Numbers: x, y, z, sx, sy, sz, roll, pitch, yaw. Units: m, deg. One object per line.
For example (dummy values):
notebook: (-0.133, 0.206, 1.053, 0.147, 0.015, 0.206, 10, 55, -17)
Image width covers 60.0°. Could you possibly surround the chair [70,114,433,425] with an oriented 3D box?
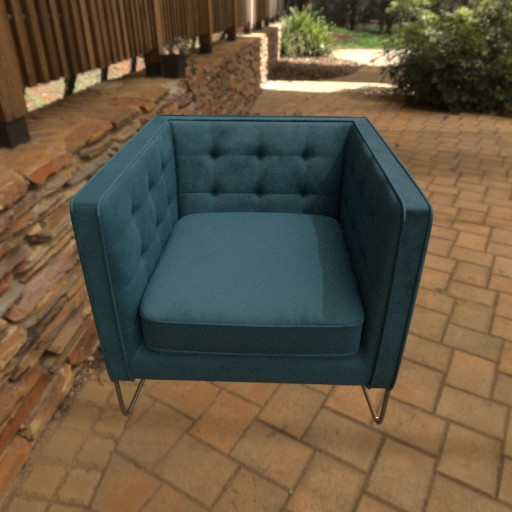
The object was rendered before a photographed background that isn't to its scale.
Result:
chair: (0.000, 0.000, 1.581, 0.880, 0.790, 0.894, 1, 30, 2)
